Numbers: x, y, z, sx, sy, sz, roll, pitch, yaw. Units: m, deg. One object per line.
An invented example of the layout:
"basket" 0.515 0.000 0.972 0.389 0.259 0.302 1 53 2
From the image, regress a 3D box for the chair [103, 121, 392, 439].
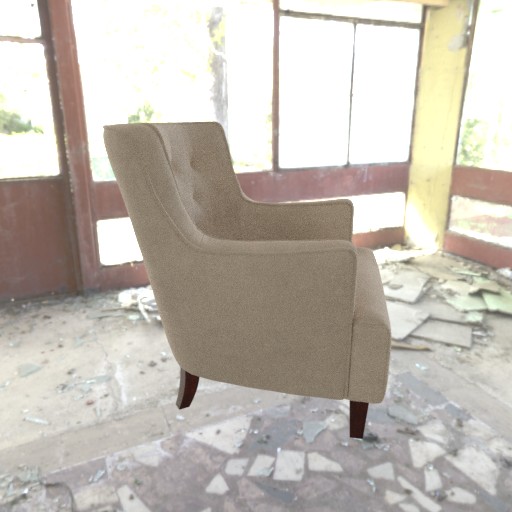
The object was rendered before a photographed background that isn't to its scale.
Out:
"chair" 0.000 0.000 1.589 0.910 0.920 0.781 3 18 11
